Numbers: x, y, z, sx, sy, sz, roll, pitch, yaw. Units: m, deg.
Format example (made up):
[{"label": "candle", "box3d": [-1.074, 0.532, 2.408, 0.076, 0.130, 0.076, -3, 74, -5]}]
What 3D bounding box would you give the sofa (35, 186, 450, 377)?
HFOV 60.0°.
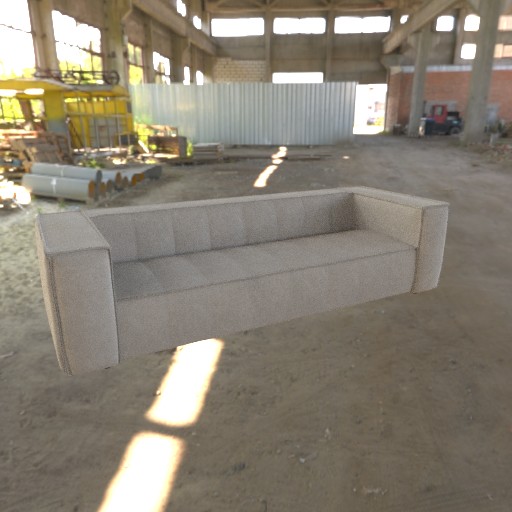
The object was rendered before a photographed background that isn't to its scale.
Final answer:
[{"label": "sofa", "box3d": [0.000, 0.000, 3.077, 2.697, 0.680, 1.038, -9, 19, -26]}]
